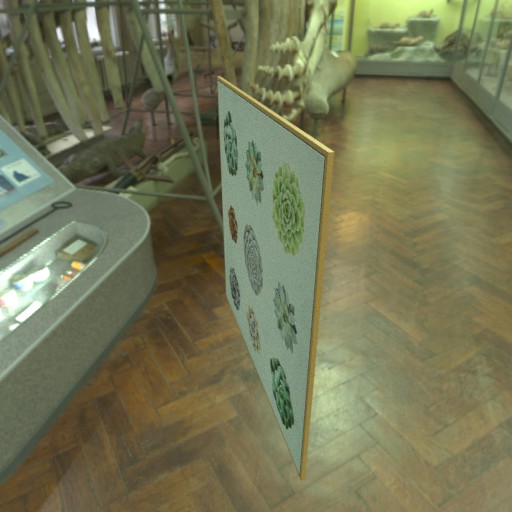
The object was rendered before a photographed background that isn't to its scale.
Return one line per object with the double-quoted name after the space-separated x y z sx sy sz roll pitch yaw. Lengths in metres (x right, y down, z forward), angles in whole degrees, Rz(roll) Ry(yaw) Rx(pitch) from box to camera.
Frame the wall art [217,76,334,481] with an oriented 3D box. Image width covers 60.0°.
0.000 0.000 1.433 0.013 0.959 0.962 -8 31 -14 "wall art"
